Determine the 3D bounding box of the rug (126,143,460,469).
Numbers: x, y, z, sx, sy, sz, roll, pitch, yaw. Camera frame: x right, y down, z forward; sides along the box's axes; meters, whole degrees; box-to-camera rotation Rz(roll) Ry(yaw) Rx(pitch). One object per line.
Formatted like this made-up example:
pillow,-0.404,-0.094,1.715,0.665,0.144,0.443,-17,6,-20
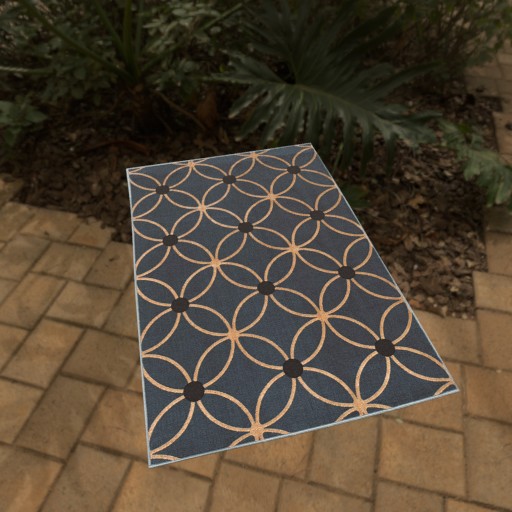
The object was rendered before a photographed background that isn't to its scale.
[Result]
rug,0.000,0.000,2.810,1.522,0.008,2.284,-10,48,-10
